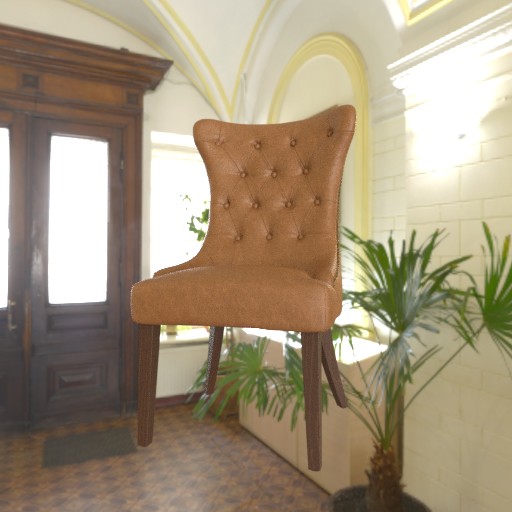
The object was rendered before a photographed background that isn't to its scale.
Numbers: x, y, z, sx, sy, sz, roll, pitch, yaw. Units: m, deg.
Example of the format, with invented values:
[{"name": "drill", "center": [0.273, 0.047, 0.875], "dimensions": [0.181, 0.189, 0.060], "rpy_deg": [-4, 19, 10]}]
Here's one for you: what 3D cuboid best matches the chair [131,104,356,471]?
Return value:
[{"name": "chair", "center": [0.000, 0.000, 1.439], "dimensions": [0.611, 1.065, 0.669], "rpy_deg": [0, 0, 17]}]
